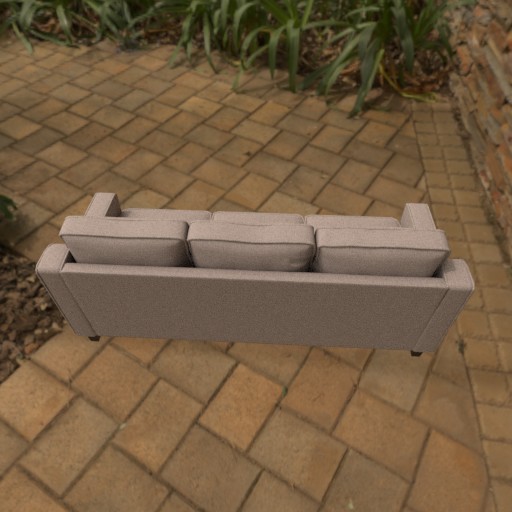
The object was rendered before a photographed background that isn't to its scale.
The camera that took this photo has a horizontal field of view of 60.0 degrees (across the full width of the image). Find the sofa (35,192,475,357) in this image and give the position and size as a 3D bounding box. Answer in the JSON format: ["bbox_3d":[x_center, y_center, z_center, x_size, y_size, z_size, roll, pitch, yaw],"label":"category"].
[{"bbox_3d":[0.000,0.000,2.650,2.129,0.950,0.899,2,45,2],"label":"sofa"}]
